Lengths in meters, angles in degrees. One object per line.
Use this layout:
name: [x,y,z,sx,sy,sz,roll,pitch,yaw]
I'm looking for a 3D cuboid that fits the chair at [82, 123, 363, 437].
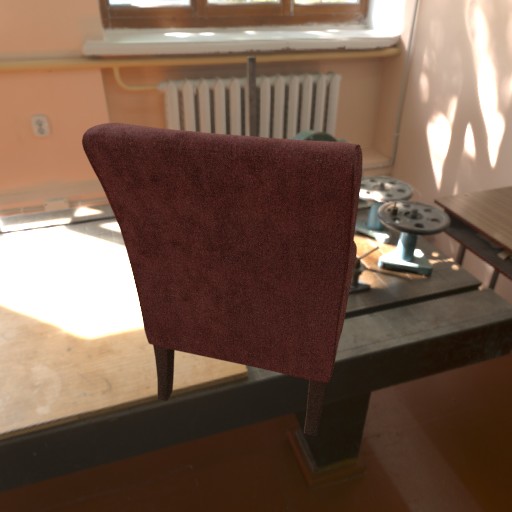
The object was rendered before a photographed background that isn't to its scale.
chair: [0.000,0.000,1.258,0.538,0.846,0.640,9,32,14]
